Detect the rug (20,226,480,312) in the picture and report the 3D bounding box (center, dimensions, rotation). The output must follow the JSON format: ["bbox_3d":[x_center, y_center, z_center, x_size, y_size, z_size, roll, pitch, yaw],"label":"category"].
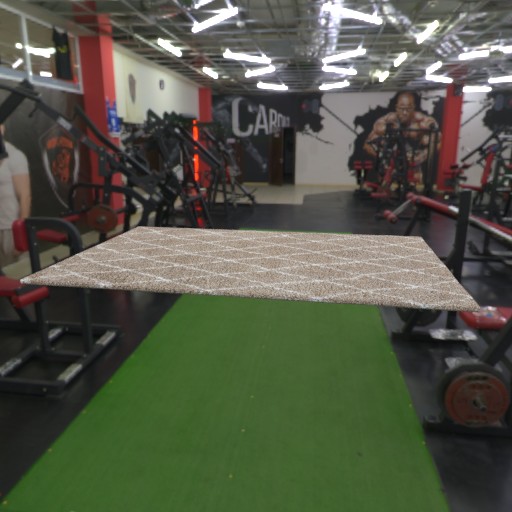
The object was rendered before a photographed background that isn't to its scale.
[{"bbox_3d":[0.000,0.000,3.422,2.743,0.030,1.778,3,15,10],"label":"rug"}]
